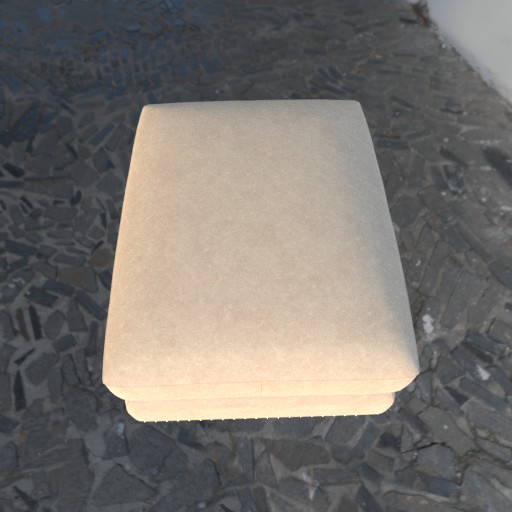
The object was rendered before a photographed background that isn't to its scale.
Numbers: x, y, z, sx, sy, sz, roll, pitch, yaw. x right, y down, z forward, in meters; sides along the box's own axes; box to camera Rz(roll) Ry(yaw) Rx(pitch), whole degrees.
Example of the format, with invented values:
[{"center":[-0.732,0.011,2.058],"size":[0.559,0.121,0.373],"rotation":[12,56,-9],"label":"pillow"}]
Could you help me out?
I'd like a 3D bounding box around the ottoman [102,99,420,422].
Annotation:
[{"center":[0.000,0.000,1.118],"size":[0.584,0.513,0.741],"rotation":[-1,59,-1],"label":"ottoman"}]
